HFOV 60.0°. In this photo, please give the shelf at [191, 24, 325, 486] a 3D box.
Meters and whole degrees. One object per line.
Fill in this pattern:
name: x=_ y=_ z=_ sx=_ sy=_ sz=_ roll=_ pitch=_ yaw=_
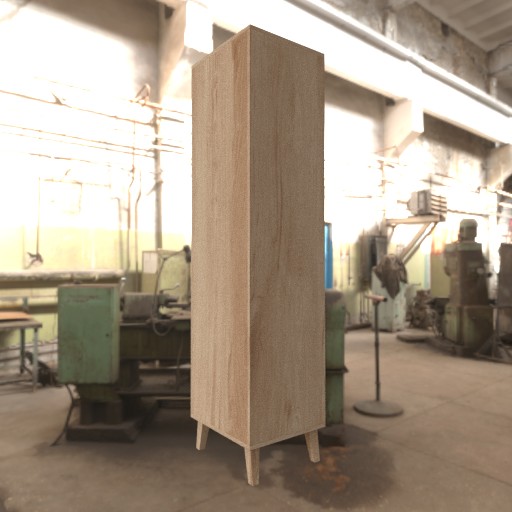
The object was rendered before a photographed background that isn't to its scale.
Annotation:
shelf: x=0.000 y=0.000 z=2.204 sx=0.450 sy=1.960 sz=0.510 roll=1 pitch=-1 yaw=-37
